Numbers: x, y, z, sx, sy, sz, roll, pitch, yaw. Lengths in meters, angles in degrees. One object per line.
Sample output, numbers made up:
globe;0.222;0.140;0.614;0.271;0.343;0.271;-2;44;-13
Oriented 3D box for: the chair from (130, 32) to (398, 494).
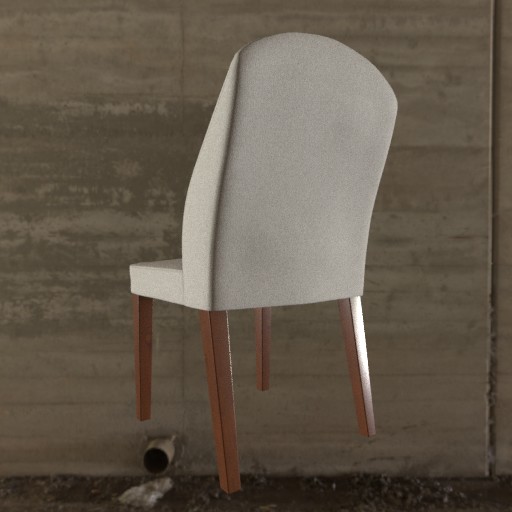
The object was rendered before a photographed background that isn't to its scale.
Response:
chair;0.000;0.000;1.124;0.472;0.893;0.540;-1;2;-37
